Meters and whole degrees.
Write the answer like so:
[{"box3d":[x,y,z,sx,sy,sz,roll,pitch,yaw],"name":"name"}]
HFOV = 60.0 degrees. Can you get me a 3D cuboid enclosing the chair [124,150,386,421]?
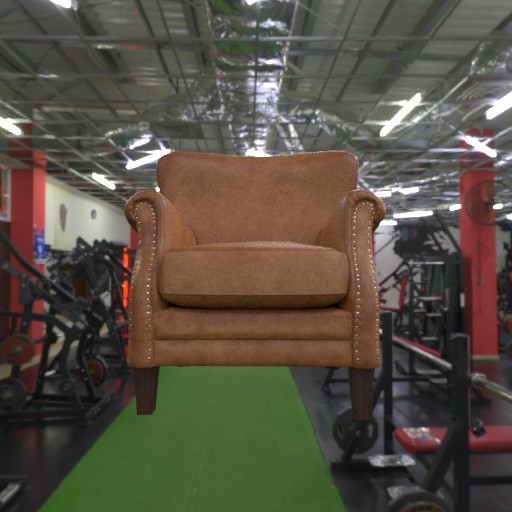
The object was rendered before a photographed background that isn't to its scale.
[{"box3d":[0.000,0.000,1.652,0.861,0.936,0.921,0,-1,1],"name":"chair"}]
